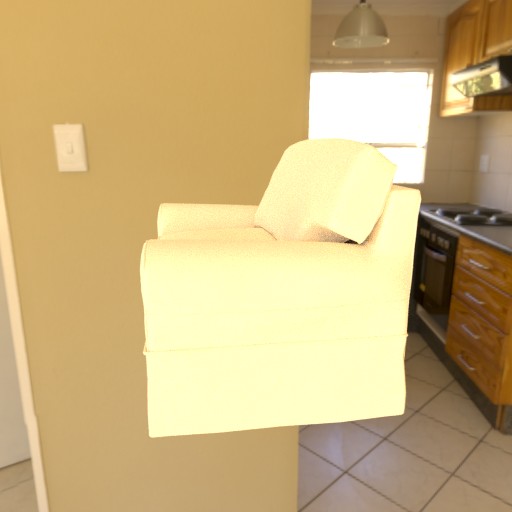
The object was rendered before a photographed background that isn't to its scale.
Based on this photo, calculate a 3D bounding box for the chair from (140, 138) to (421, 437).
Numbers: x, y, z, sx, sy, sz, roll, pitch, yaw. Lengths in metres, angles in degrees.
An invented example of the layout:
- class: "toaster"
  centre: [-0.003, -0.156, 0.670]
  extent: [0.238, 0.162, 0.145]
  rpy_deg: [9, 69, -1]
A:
- class: "chair"
  centre: [0.000, 0.000, 1.857]
  extent: [0.904, 0.958, 1.099]
  rpy_deg: [-2, 14, -9]
